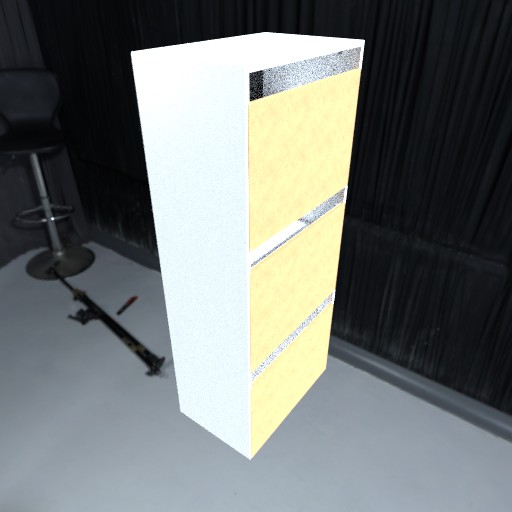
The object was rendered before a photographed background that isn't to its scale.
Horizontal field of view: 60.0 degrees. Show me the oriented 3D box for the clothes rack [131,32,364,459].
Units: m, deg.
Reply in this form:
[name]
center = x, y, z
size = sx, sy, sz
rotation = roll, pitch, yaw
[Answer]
[clothes rack]
center = 0.000, 0.000, 1.374
size = 0.330, 1.187, 0.500
rotation = 22, 38, 31
